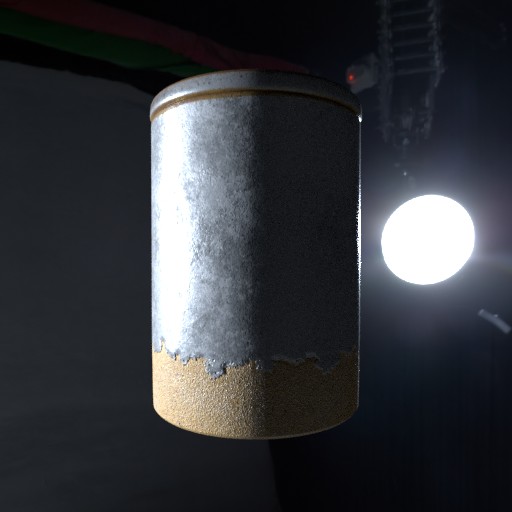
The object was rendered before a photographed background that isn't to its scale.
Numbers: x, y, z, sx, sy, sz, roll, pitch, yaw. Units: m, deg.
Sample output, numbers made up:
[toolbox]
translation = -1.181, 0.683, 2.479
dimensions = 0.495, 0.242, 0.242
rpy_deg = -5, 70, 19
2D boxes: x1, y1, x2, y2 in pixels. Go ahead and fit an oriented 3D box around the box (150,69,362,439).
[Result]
[box]
translation = 0.000, 0.000, 0.253
dimensions = 0.118, 0.168, 0.118
rpy_deg = 0, 0, 0
